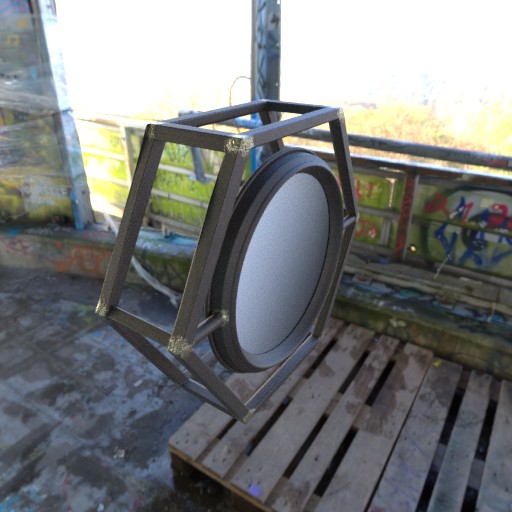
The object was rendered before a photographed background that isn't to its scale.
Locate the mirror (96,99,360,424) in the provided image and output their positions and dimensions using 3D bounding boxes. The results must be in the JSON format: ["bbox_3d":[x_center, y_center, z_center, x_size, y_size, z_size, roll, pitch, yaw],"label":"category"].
[{"bbox_3d":[0.000,0.000,0.543,0.119,0.334,0.380,18,32,31],"label":"mirror"}]
